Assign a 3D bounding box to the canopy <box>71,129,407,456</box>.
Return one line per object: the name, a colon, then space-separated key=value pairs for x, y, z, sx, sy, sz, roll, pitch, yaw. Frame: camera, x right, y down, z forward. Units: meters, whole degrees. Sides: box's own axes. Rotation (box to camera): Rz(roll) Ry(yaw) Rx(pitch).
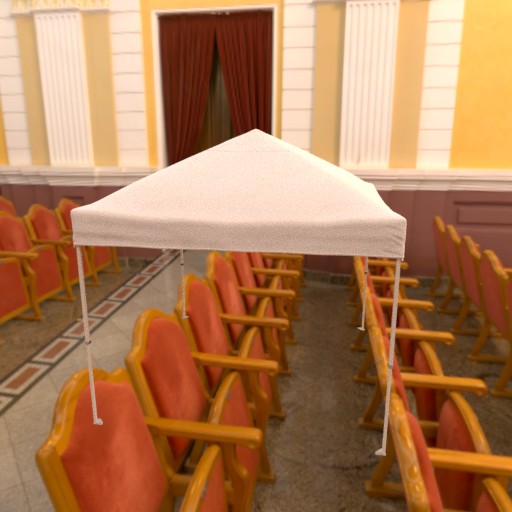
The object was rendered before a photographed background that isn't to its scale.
canopy: x=0.000 y=0.000 z=5.435 sx=2.996 sy=2.997 sz=2.998 roll=2 pitch=15 yaw=9
